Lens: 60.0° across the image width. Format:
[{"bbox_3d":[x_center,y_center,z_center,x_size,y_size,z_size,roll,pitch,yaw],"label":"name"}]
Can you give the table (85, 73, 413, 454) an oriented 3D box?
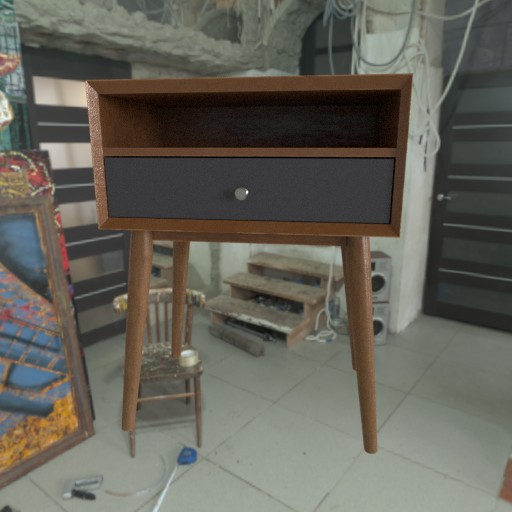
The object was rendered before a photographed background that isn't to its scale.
[{"bbox_3d":[0.000,0.000,0.819,0.454,0.580,0.307,2,14,8],"label":"table"}]
